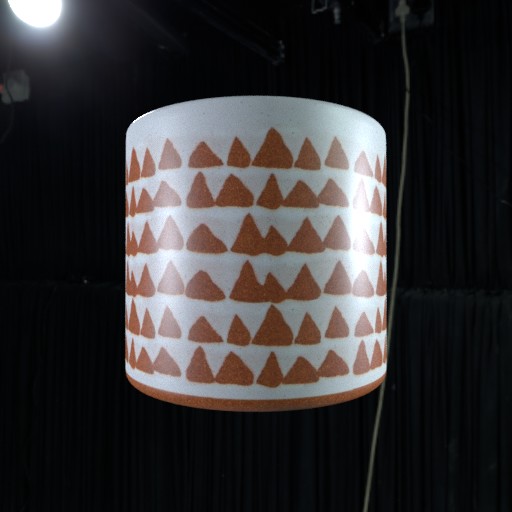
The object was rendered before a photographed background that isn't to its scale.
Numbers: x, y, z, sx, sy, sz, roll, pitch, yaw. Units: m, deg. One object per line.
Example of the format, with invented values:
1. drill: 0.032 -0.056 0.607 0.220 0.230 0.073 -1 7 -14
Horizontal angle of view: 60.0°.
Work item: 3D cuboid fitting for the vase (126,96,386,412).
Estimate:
1. vase: 0.000 0.000 0.243 0.137 0.127 0.137 0 -1 0
